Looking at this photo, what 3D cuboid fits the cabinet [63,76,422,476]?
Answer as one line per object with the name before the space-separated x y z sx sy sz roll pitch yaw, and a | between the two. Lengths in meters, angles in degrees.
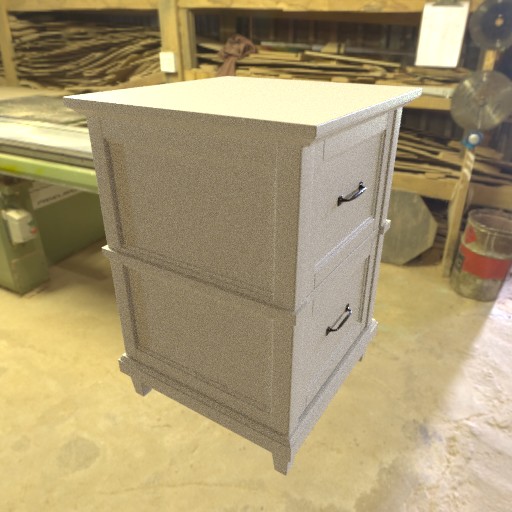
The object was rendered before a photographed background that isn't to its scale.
cabinet | 0.000 0.000 1.108 0.547 0.775 0.544 16 31 29
